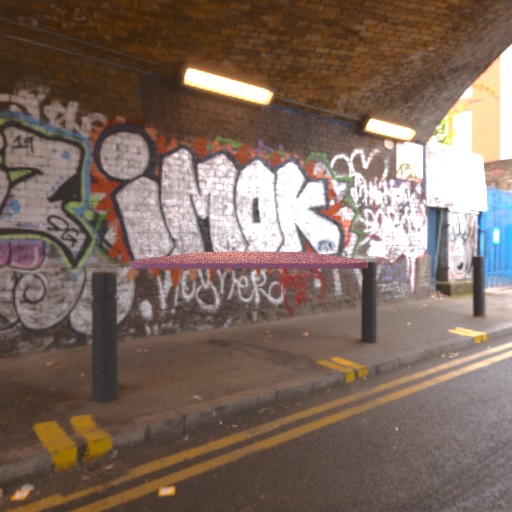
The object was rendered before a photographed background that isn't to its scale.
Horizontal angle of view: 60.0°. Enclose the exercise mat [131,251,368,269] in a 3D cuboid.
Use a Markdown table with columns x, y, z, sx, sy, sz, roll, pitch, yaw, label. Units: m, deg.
| x | y | z | sx | sy | sz | roll | pitch | yaw | label |
| --- | --- | --- | --- | --- | --- | --- | --- | --- | --- |
| 0.000 | 0.000 | 2.025 | 0.616 | 0.021 | 1.869 | 0 | 1 | 1 | exercise mat |
